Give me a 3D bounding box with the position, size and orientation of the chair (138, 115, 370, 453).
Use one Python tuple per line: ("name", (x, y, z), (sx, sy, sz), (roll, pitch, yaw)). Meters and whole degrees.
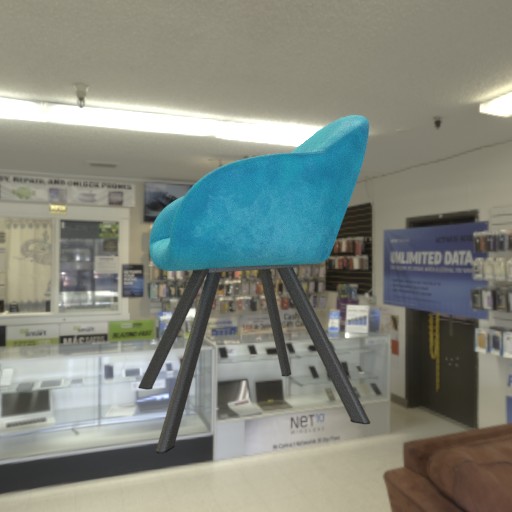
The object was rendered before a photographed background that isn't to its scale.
("chair", (0.000, 0.000, 1.216), (0.590, 0.795, 0.550), (0, 0, -19))
